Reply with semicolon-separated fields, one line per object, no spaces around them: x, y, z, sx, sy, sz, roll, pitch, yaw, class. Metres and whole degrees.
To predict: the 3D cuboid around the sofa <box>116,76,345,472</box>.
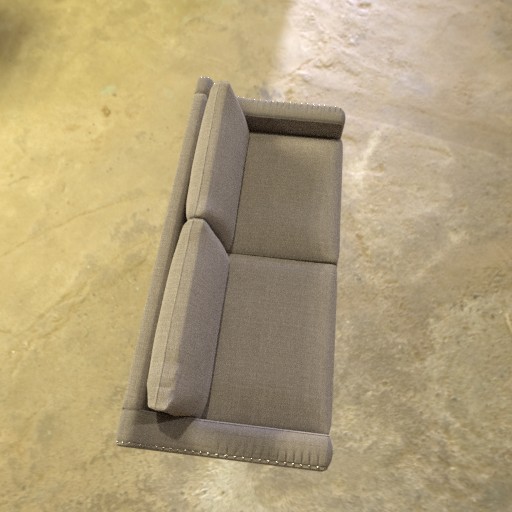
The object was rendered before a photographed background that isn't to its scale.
0.000;0.000;2.620;1.000;0.857;2.208;6;65;3;sofa
